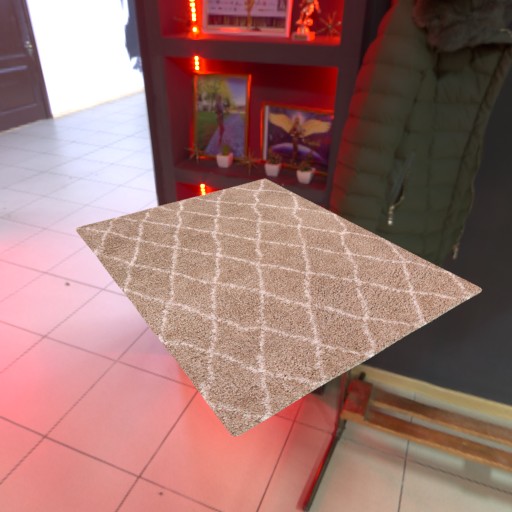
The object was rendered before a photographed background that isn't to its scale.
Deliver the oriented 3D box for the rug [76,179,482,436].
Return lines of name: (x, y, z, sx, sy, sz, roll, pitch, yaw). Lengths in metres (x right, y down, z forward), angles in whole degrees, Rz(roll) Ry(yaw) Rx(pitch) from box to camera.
rug: (0.000, 0.000, 4.114, 2.438, 0.029, 3.047, -20, 36, -29)
